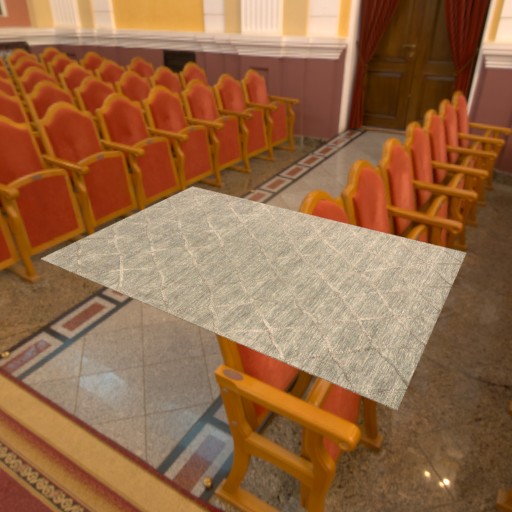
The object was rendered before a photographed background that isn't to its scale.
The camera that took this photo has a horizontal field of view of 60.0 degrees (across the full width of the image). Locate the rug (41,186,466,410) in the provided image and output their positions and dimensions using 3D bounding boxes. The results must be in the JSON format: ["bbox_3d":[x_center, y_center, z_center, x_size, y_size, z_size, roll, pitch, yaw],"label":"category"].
[{"bbox_3d":[0.000,0.000,2.856,2.283,0.006,1.521,17,34,28],"label":"rug"}]
